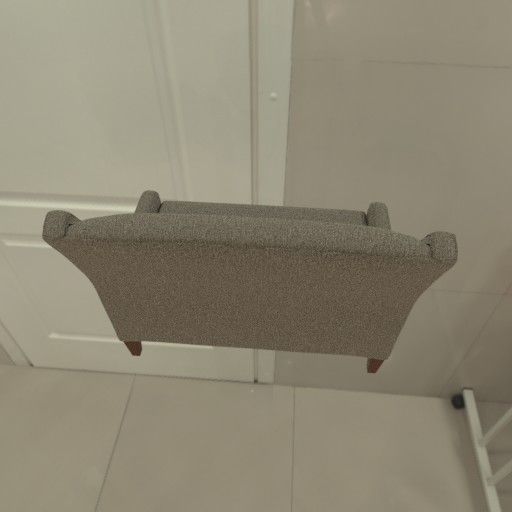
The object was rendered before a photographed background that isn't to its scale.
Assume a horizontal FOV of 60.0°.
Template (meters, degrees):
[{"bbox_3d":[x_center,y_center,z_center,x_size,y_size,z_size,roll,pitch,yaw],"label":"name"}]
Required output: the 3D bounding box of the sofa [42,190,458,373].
[{"bbox_3d":[0.000,0.000,1.910,1.242,1.026,0.862,3,46,3],"label":"sofa"}]
